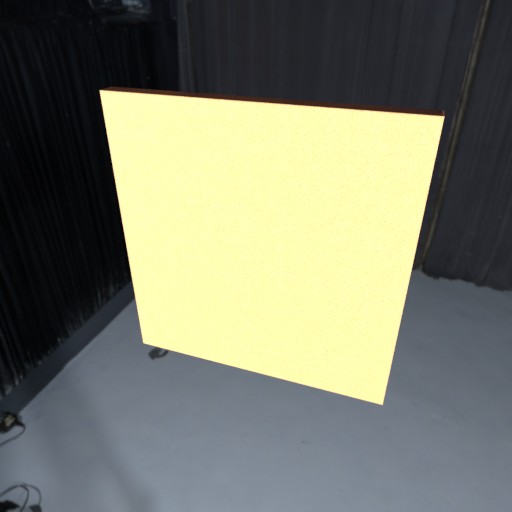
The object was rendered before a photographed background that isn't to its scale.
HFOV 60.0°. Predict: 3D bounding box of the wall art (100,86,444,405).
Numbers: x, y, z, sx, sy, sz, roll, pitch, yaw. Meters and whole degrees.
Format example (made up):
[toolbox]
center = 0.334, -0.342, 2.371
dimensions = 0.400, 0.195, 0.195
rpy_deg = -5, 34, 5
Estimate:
[wall art]
center = 0.000, 0.000, 0.841
dimensions = 0.554, 0.572, 0.037
rpy_deg = 10, 32, 17
